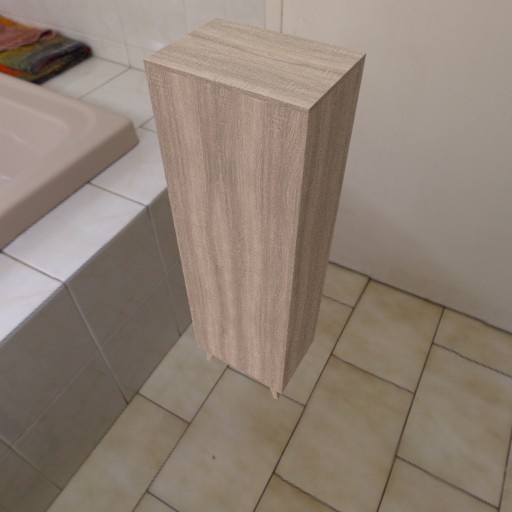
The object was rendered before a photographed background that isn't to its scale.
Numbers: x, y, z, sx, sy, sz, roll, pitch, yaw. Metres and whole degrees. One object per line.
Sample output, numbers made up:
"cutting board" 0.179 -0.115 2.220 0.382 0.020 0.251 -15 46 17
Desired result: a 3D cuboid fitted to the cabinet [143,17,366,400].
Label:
"cabinet" 0.000 0.000 2.064 0.570 1.850 0.400 24 52 20
